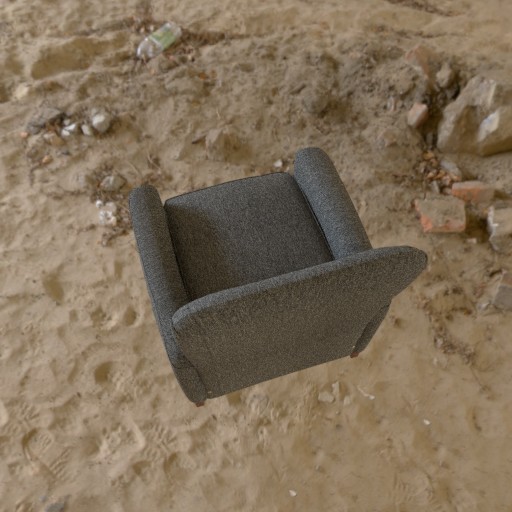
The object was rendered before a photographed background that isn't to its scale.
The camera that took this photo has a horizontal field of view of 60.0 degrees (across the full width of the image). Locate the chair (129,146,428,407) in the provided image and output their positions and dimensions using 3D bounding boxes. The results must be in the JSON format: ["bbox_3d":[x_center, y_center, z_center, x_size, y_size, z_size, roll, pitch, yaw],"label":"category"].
[{"bbox_3d":[0.000,0.000,1.688,0.848,1.014,0.864,-15,59,-9],"label":"chair"}]
